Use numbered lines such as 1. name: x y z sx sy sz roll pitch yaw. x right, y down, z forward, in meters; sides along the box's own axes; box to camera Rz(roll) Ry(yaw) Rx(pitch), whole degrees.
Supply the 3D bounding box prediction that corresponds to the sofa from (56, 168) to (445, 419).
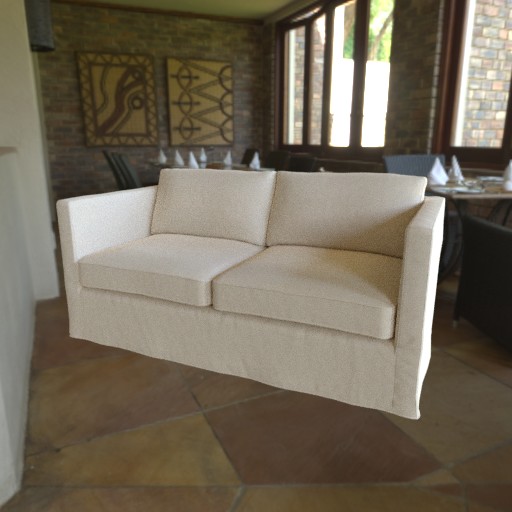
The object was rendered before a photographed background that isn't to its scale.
1. sofa: 0.000 0.000 2.275 1.746 0.834 0.962 7 16 24
